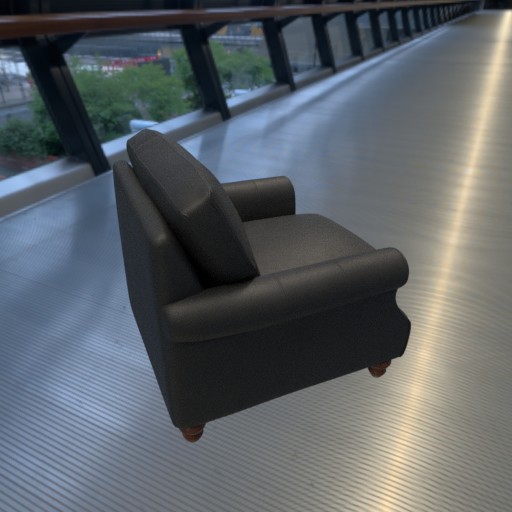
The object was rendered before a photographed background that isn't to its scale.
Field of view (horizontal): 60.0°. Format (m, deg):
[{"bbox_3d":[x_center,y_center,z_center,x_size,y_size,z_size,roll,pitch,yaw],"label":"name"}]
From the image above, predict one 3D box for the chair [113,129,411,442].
[{"bbox_3d":[0.000,0.000,1.795,1.027,0.960,1.015,-9,30,-17],"label":"chair"}]
